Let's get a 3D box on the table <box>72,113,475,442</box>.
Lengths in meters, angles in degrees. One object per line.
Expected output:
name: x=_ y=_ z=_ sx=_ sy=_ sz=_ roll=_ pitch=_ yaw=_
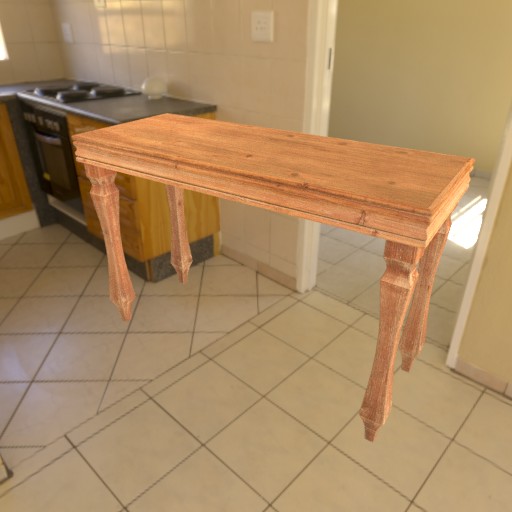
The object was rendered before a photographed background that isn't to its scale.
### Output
table: x=0.000 y=0.000 z=1.751 sx=1.330 sy=0.873 sz=0.522 roll=18 pitch=33 yaw=29
